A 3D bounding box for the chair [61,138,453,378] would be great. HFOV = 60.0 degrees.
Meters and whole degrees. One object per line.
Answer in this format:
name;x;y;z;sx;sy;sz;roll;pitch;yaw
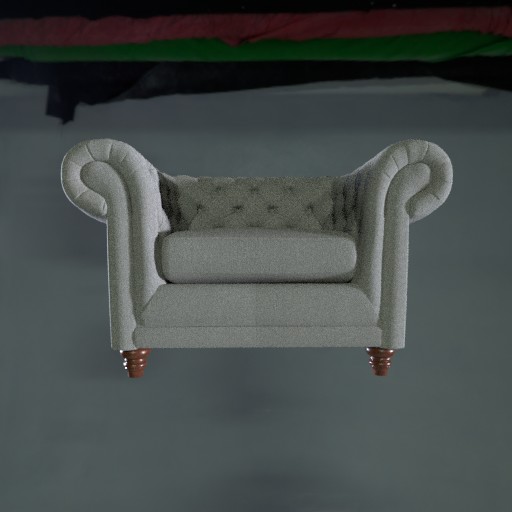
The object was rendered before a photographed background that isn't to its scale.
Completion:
chair;0.000;0.000;1.868;1.270;0.770;0.976;0;1;-2
